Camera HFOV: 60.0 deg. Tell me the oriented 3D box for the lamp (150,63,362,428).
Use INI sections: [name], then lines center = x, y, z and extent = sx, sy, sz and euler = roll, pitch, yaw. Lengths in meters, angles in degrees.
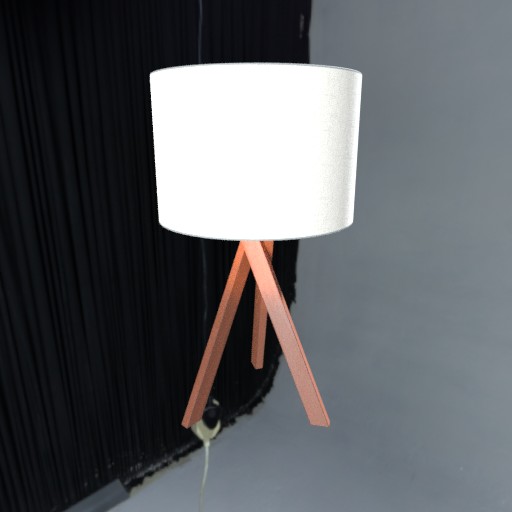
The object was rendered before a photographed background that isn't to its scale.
[lamp]
center = 0.000, 0.000, 0.911
extent = 0.380, 0.686, 0.380
euler = 16, 23, 43
